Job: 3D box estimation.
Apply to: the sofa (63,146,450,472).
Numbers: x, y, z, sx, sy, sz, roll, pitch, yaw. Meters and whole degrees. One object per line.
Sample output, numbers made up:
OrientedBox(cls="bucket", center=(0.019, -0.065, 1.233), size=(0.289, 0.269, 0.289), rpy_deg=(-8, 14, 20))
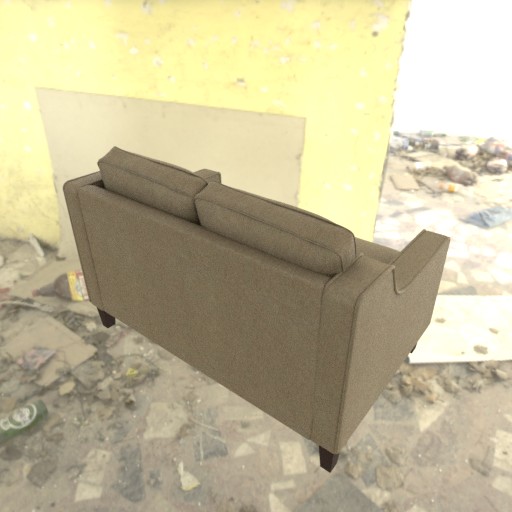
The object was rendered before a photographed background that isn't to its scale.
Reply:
OrientedBox(cls="sofa", center=(0.000, 0.000, 2.132), size=(1.503, 0.981, 0.985), rpy_deg=(21, 36, 32))
